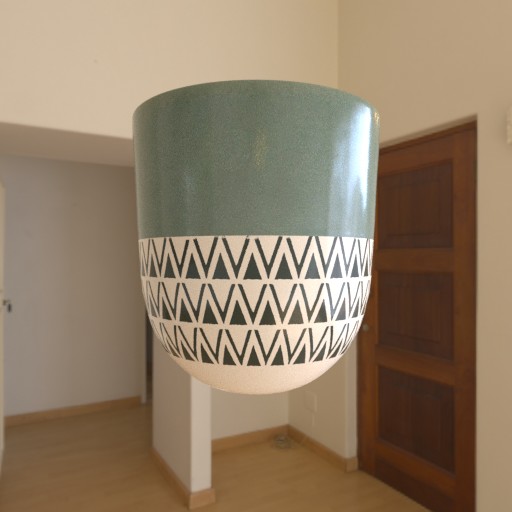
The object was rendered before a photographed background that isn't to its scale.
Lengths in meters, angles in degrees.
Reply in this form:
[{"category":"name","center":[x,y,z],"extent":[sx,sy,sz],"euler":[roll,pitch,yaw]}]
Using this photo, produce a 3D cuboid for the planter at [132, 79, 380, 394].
[{"category":"planter","center":[0.000,0.000,0.368],"extent":[0.198,0.214,0.198],"euler":[0,0,0]}]
